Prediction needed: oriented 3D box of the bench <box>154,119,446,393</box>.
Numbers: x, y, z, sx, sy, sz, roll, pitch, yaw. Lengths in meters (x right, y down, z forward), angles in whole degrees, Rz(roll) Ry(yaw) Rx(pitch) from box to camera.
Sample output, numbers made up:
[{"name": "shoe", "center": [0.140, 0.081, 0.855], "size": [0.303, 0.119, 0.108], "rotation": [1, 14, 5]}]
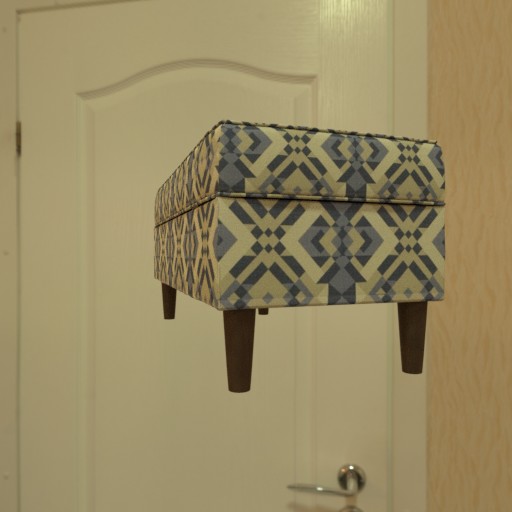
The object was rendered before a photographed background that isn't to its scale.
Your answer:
[{"name": "bench", "center": [0.000, 0.000, 1.292], "size": [0.492, 0.477, 1.016], "rotation": [0, 0, -19]}]
